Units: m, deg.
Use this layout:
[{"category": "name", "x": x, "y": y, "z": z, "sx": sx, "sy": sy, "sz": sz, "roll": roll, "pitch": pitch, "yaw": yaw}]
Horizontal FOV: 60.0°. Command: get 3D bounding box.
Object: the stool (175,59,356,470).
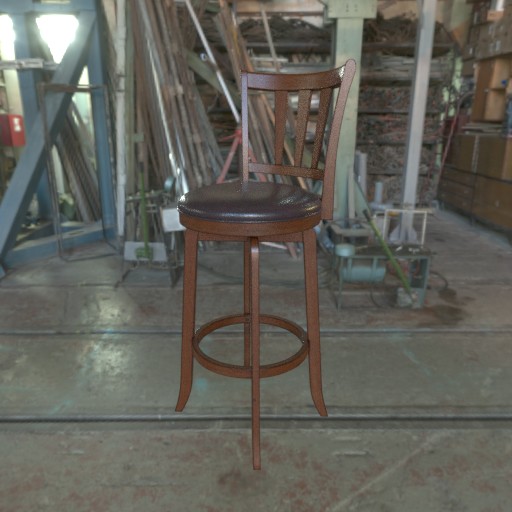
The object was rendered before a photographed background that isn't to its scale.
[{"category": "stool", "x": 0.000, "y": 0.000, "z": 1.451, "sx": 0.464, "sy": 1.177, "sz": 0.503, "roll": 16, "pitch": 24, "yaw": 42}]
